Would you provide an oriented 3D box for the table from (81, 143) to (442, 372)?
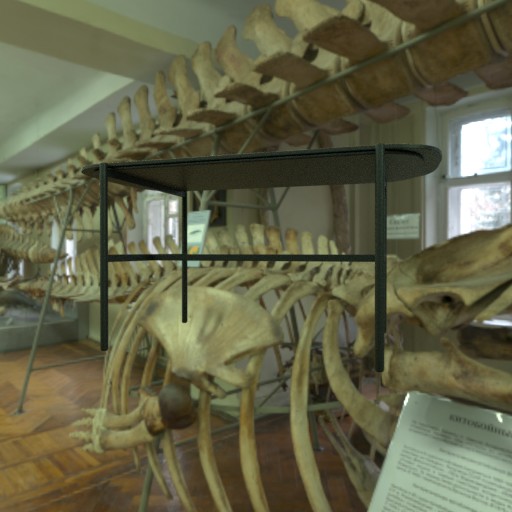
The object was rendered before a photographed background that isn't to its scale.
[{"bbox_3d":[0.000,0.000,1.043,0.800,0.400,0.400,0,1,17],"label":"table"}]
